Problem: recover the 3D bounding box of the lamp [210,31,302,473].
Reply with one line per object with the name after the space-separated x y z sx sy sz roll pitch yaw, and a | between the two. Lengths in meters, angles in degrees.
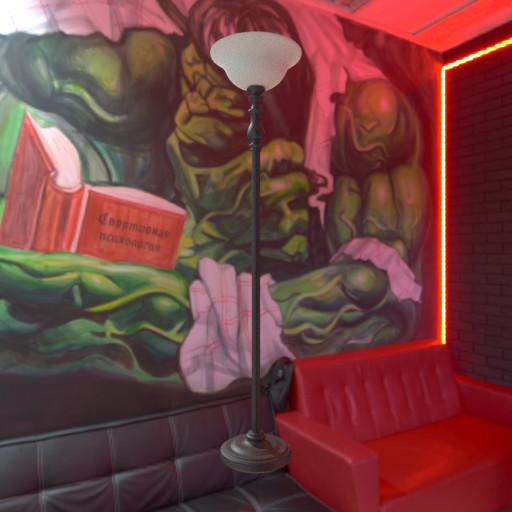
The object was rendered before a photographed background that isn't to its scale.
0.000 0.000 1.974 0.405 1.797 0.405 0 0 2 | lamp
